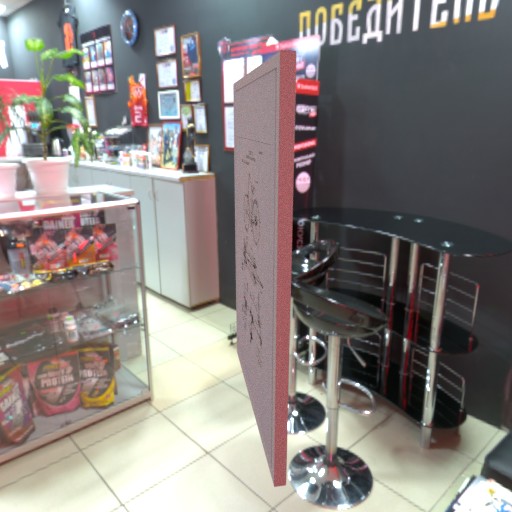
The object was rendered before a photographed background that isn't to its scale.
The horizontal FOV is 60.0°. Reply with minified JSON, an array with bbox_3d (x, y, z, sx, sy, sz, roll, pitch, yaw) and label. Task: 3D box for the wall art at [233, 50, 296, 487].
[{"bbox_3d":[0.000,0.000,0.618,0.015,0.477,0.332,-3,17,-10],"label":"wall art"}]
